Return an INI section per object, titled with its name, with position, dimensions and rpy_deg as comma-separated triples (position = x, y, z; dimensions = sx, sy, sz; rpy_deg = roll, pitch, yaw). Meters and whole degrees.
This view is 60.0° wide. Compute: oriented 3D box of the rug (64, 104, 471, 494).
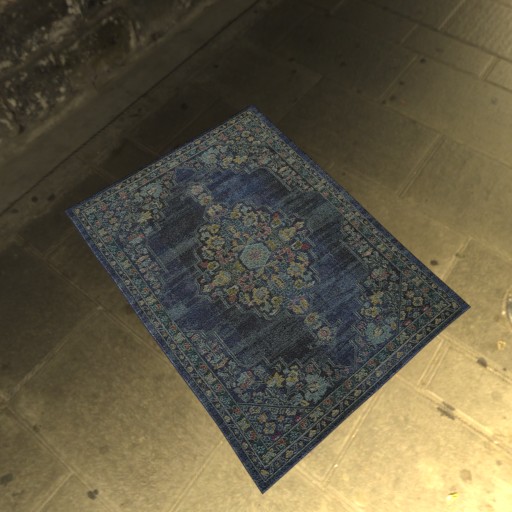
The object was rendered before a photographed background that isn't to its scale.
[rug]
position = 0.000, 0.000, 4.755
dimensions = 2.716, 0.035, 3.612
rpy_deg = -35, 68, -17
